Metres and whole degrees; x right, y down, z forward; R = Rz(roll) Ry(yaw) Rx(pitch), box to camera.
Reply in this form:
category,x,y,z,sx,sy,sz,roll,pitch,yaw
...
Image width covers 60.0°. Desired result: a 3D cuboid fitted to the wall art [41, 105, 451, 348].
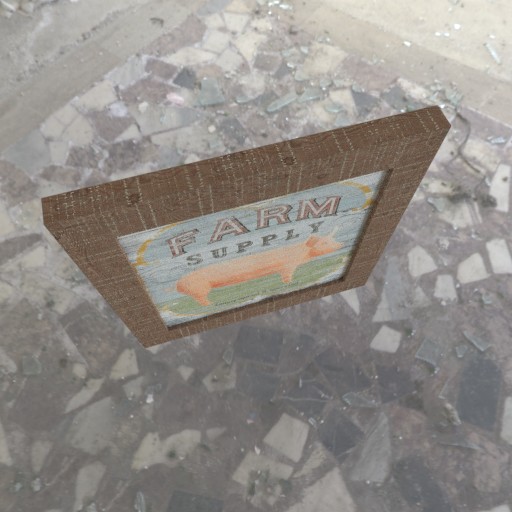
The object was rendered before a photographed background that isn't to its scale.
category,x,y,z,sx,sy,sz,roll,pitch,yaw
wall art,0.000,0.000,0.798,0.531,0.531,0.040,-15,64,-8
